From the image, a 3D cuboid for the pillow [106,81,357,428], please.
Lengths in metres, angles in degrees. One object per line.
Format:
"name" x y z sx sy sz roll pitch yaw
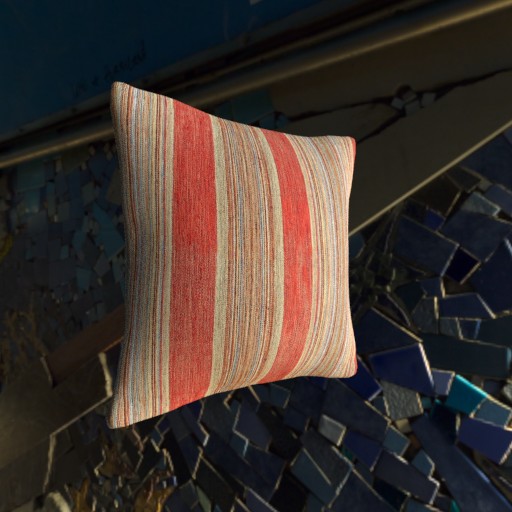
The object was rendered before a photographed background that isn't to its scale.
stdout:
"pillow" 0.000 0.000 0.654 0.437 0.419 0.136 0 -1 -36
